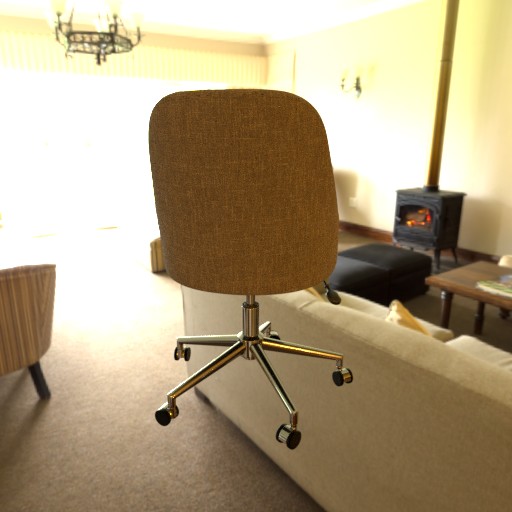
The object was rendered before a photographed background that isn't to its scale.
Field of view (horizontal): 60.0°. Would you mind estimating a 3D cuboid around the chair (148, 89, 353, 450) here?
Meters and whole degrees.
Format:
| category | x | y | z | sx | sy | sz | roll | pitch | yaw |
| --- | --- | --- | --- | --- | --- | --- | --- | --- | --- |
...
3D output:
| category | x | y | z | sx | sy | sz | roll | pitch | yaw |
| --- | --- | --- | --- | --- | --- | --- | --- | --- | --- |
| chair | 0.000 | 0.000 | 1.422 | 0.671 | 0.950 | 0.712 | 2 | 16 | 8 |
